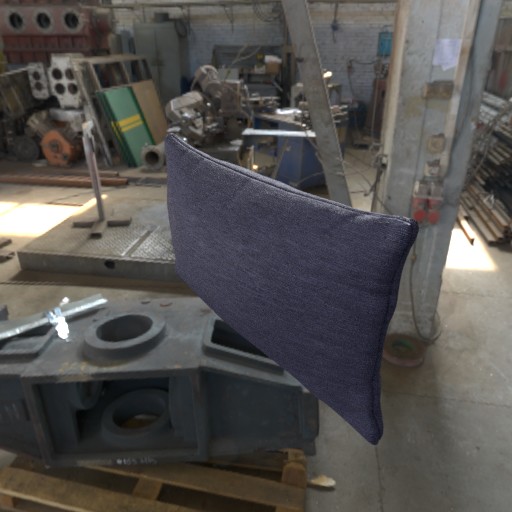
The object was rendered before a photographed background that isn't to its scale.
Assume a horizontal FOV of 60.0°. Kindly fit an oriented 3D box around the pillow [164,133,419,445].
[{"bbox_3d":[0.000,0.000,0.790,0.210,0.338,0.633,-17,31,-31],"label":"pillow"}]
